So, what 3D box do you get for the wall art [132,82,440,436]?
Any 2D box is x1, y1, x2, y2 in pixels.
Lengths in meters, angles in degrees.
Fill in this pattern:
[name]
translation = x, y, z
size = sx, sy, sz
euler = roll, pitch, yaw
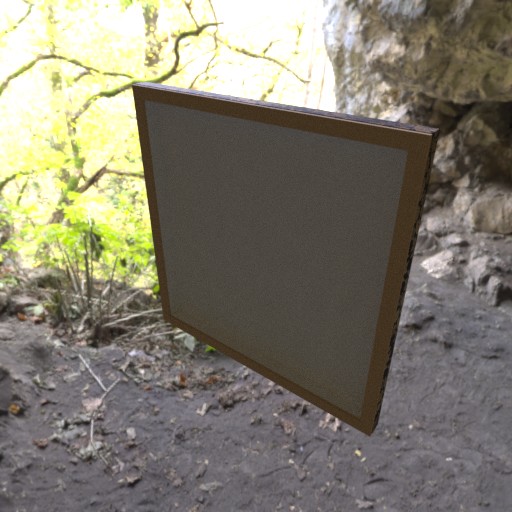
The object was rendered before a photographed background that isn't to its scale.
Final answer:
[wall art]
translation = 0.000, 0.000, 0.912
size = 0.612, 0.612, 0.038
euler = 21, 37, 32
